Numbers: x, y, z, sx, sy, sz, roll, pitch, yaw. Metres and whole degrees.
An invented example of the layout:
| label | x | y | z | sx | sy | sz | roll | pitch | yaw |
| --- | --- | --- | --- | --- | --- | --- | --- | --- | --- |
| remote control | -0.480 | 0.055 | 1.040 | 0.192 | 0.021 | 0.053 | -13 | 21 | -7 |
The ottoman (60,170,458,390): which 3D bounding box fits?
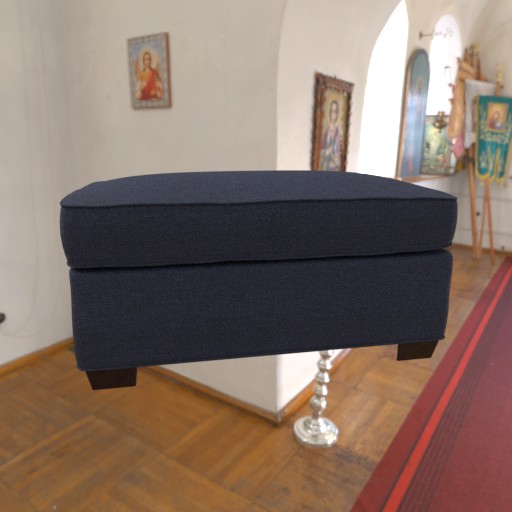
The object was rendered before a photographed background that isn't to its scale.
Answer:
| label | x | y | z | sx | sy | sz | roll | pitch | yaw |
| --- | --- | --- | --- | --- | --- | --- | --- | --- | --- |
| ottoman | 0.000 | 0.000 | 1.205 | 0.895 | 0.453 | 0.505 | -3 | 15 | -10 |
